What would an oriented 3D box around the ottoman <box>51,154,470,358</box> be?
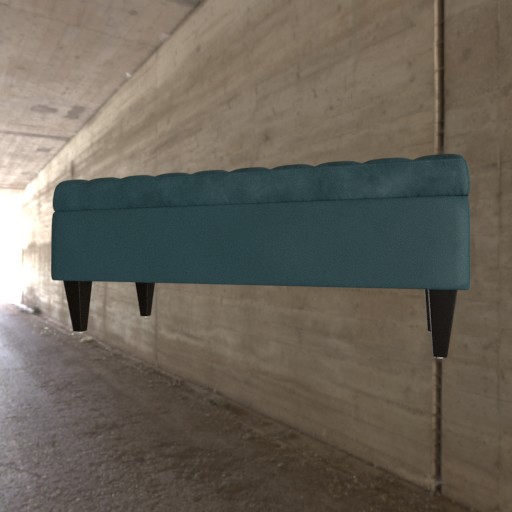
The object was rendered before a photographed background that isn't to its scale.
[{"bbox_3d":[0.000,0.000,1.362,1.151,0.469,0.482,0,0,19],"label":"ottoman"}]
